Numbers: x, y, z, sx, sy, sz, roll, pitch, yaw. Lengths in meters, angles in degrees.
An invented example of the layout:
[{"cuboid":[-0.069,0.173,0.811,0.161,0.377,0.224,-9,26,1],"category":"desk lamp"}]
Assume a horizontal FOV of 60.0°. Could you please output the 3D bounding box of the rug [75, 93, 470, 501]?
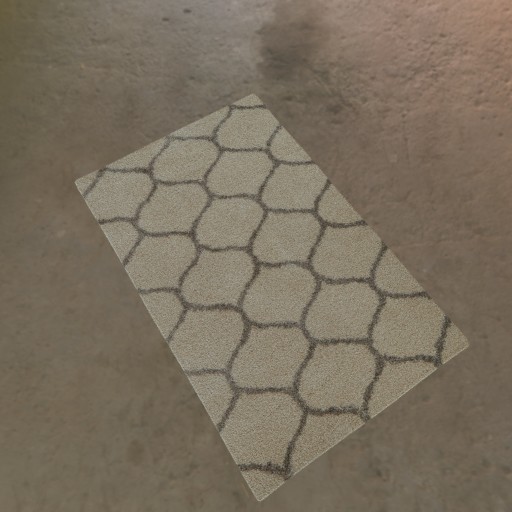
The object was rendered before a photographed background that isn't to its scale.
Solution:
[{"cuboid":[0.000,0.000,2.856,1.501,0.024,2.348,-31,69,-13],"category":"rug"}]
